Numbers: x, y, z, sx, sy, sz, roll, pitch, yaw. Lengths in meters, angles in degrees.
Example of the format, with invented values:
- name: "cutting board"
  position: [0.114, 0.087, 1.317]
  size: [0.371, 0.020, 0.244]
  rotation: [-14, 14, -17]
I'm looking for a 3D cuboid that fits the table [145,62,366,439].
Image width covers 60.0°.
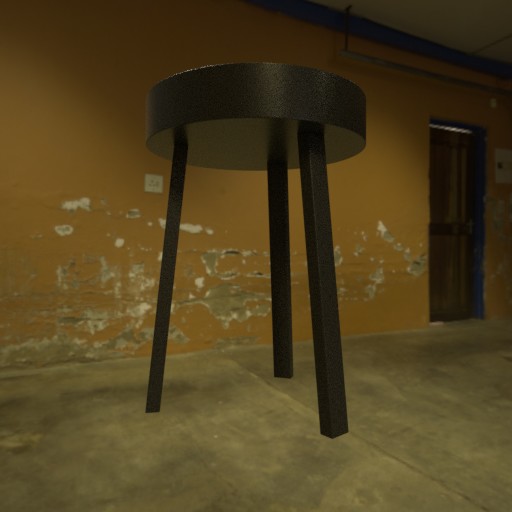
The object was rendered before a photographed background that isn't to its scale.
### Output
- name: "table"
  position: [0.000, 0.000, 0.843]
  size: [0.406, 0.559, 0.406]
  rotation: [0, 0, 0]
